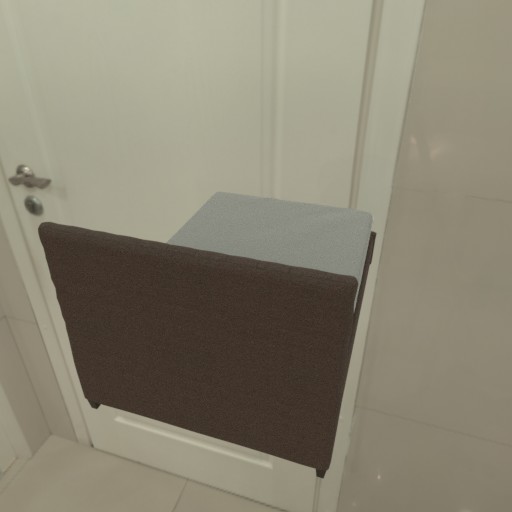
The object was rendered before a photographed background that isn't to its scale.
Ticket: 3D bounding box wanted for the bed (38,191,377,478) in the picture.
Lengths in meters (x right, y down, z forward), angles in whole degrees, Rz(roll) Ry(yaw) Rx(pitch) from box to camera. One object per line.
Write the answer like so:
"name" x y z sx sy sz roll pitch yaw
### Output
"bed" 0.000 0.000 3.422 1.698 1.427 2.387 10 33 16
